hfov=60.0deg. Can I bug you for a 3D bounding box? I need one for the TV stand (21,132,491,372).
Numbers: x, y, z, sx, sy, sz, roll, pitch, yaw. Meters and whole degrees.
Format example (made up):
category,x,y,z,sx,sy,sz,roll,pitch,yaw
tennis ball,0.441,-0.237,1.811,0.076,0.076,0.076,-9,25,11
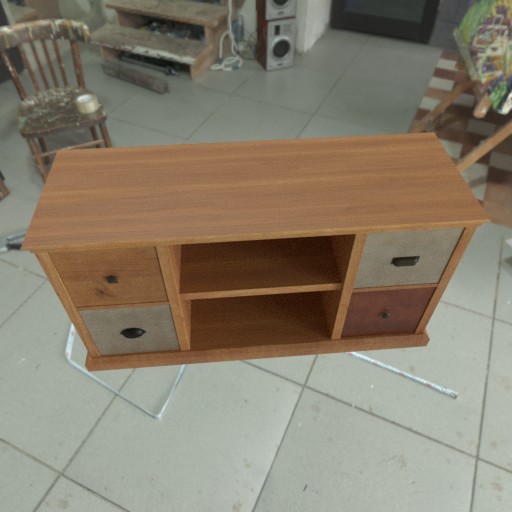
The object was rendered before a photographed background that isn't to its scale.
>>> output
category,x,y,z,sx,sy,sz,roll,pitch,yaw
TV stand,0.000,0.000,1.460,1.181,0.607,0.417,-4,48,-3
